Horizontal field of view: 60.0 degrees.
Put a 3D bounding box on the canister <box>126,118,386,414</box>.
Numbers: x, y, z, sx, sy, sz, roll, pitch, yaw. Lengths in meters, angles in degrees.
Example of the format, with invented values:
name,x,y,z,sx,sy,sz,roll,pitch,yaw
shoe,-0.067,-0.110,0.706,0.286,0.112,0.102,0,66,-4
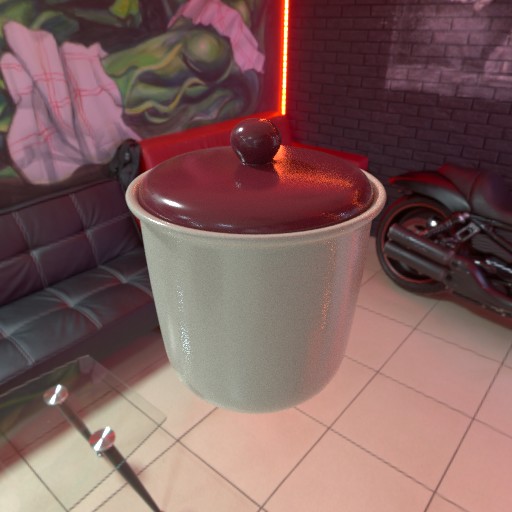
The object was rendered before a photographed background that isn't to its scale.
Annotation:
name,x,y,z,sx,sy,sz,roll,pitch,yaw
canister,0.000,0.000,0.346,0.182,0.208,0.182,0,28,0
